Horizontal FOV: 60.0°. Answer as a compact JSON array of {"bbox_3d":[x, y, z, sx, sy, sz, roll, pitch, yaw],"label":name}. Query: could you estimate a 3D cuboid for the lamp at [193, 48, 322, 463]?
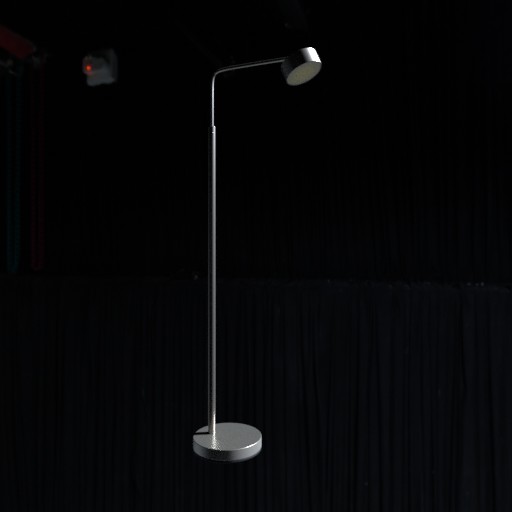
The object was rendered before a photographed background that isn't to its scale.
[{"bbox_3d":[0.000,0.000,1.414,0.421,1.250,0.222,0,0,20],"label":"lamp"}]
